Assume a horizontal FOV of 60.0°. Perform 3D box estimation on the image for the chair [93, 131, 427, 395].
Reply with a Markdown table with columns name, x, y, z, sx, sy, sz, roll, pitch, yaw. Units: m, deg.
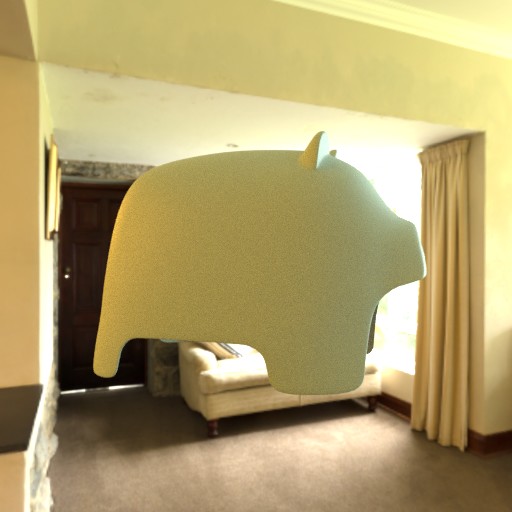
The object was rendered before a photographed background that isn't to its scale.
| name | x | y | z | sx | sy | sz | roll | pitch | yaw |
| --- | --- | --- | --- | --- | --- | --- | --- | --- | --- |
| chair | 0.000 | 0.000 | 0.863 | 0.619 | 0.423 | 0.364 | 0 | 0 | 18 |
